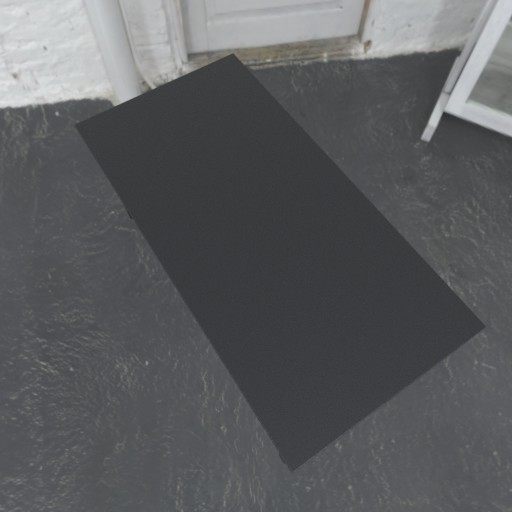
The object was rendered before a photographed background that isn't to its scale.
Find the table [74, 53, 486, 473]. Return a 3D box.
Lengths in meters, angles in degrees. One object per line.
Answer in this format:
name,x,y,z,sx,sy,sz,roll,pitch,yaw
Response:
table,0.000,0.000,1.311,0.523,0.470,1.044,-31,67,-14
